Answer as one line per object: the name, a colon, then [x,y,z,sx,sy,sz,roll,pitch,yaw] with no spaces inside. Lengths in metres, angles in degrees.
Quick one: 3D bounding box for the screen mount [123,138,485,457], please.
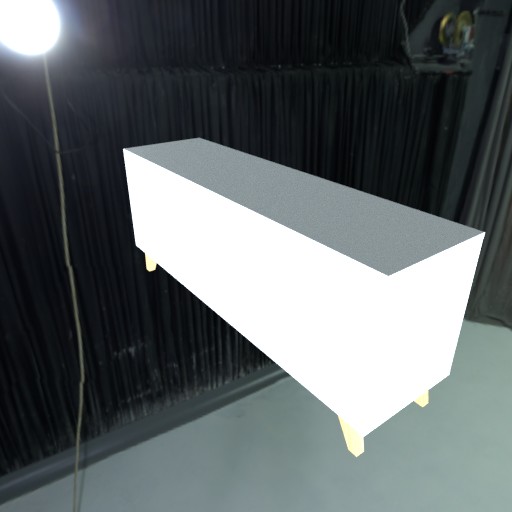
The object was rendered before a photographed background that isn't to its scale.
screen mount: [0.000,0.000,1.738,0.400,0.619,1.490,-19,32,-32]
